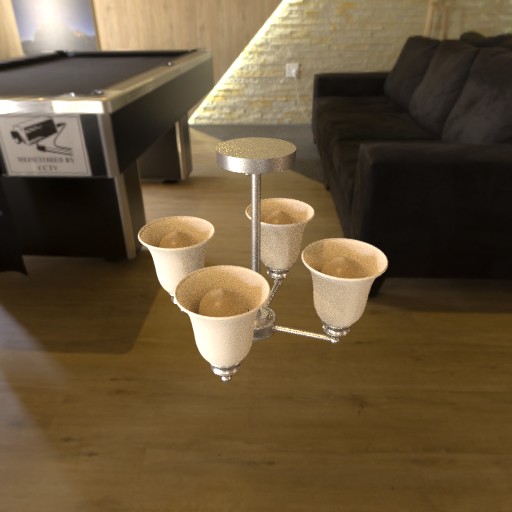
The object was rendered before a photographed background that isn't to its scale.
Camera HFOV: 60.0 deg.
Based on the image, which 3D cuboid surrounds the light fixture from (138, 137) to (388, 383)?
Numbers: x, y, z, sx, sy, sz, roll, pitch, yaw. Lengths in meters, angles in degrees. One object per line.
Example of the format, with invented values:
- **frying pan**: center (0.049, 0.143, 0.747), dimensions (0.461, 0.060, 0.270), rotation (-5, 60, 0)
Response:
- **light fixture**: center (0.000, 0.000, 0.751), dimensions (0.427, 0.370, 0.427), rotation (9, 30, 16)
